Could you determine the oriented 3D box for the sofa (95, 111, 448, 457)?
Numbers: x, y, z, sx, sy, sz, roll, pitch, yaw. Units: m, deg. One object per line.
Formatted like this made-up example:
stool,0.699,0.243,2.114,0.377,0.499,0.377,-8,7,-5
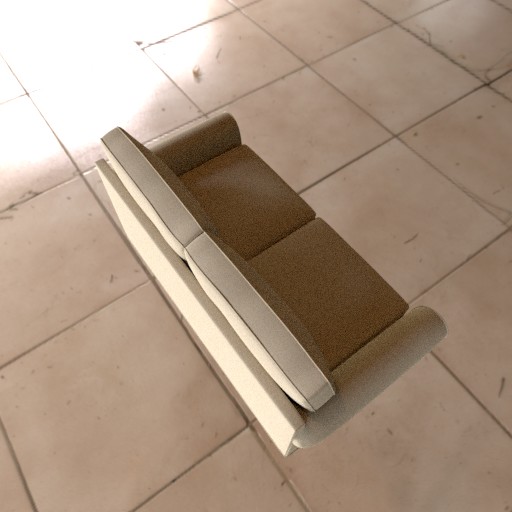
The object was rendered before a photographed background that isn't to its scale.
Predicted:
sofa,0.000,0.000,2.287,0.861,0.933,1.774,-33,64,-18
